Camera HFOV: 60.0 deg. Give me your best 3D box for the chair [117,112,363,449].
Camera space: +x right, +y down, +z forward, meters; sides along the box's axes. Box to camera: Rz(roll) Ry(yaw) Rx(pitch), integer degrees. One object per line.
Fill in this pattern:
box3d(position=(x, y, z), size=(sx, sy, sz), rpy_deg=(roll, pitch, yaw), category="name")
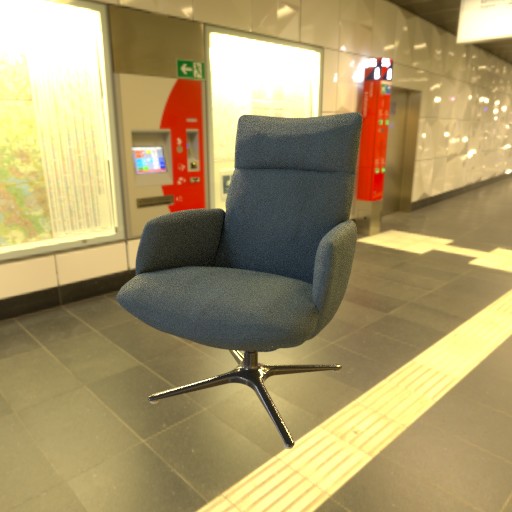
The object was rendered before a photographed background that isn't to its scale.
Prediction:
box3d(position=(0.000, 0.000, 1.615), size=(0.711, 1.016, 0.889), rpy_deg=(8, 17, 26), category="chair")
